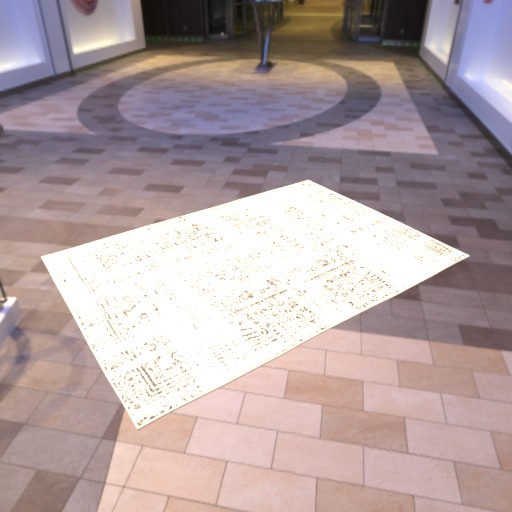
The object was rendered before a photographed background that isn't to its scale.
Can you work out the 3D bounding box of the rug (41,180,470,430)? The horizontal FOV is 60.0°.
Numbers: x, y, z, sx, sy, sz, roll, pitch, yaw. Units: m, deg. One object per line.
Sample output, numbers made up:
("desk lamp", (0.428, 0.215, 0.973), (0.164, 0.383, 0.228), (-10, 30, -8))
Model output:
("rug", (0.000, 0.000, 3.053), (2.438, 0.026, 1.706), (-20, 37, -29))
